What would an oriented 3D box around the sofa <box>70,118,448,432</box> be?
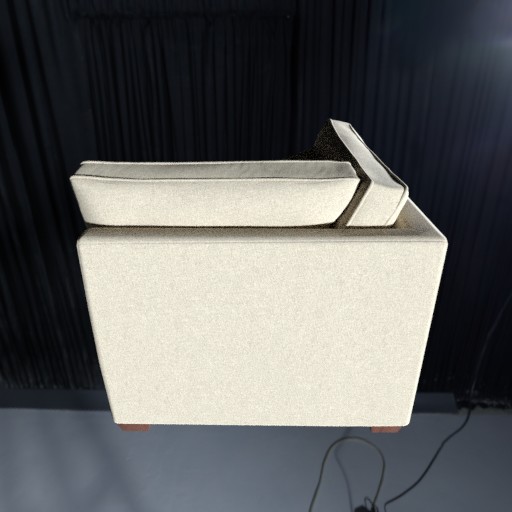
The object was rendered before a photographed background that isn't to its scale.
[{"bbox_3d":[0.000,0.000,1.918,1.146,1.002,1.084,0,27,0],"label":"sofa"}]
